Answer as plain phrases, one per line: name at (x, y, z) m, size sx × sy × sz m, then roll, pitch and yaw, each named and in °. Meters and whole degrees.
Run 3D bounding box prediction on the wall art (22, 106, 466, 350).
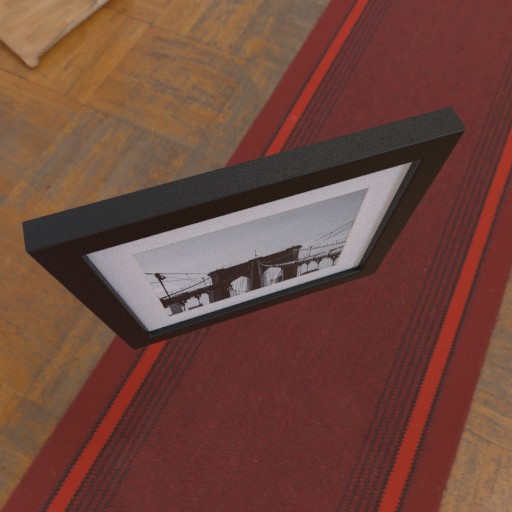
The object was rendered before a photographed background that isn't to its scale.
wall art at (0.000, 0.000, 0.519) m, size 0.380 × 0.330 × 0.028 m, roll -17°, pitch 66°, yaw -8°
